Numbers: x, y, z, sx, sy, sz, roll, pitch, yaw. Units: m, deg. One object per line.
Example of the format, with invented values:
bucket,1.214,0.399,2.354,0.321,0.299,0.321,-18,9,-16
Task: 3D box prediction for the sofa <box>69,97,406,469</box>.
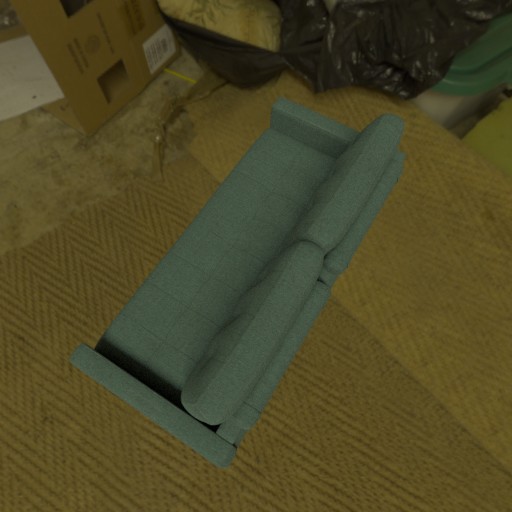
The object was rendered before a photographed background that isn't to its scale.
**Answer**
sofa,0.000,0.000,2.509,0.966,1.050,2.010,29,68,13
